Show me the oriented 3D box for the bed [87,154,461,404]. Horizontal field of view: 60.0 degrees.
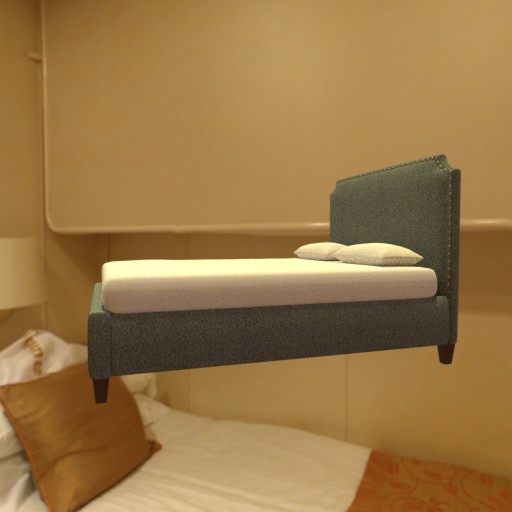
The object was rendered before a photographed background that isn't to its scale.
[{"bbox_3d":[0.000,0.000,3.393,2.372,1.443,1.712,-1,2,-19],"label":"bed"}]
